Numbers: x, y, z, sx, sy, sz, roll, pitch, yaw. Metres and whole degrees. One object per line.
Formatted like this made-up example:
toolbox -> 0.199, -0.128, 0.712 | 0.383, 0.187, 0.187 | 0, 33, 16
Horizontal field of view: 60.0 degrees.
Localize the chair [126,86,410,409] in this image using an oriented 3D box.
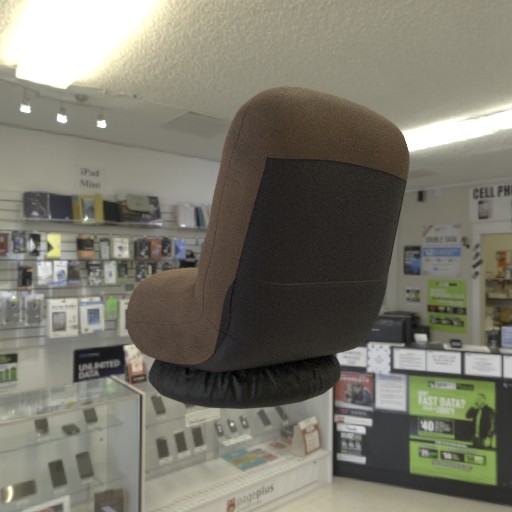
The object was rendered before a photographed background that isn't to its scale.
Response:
chair -> 0.000, 0.000, 1.019 | 0.521, 0.594, 0.597 | 0, -1, -36
